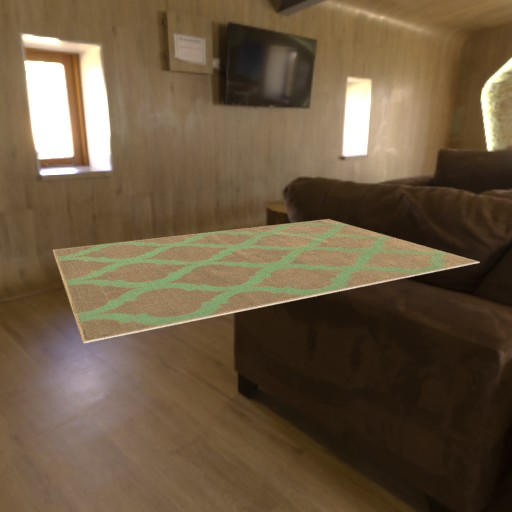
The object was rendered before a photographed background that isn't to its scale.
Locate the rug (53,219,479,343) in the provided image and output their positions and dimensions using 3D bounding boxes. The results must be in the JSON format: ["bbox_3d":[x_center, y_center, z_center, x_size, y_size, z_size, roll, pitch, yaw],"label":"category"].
[{"bbox_3d":[0.000,0.000,2.843,2.286,0.006,1.524,-8,18,-27],"label":"rug"}]
